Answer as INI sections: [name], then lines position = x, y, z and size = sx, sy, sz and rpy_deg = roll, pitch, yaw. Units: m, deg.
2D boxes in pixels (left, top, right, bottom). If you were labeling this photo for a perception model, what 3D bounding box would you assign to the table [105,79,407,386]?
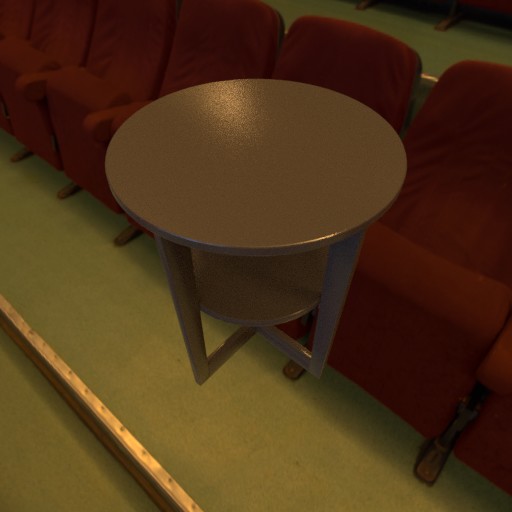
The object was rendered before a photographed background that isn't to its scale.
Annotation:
[table]
position = 0.000, 0.000, 0.950
size = 0.500, 0.550, 0.500
rpy_deg = 0, 46, 0
